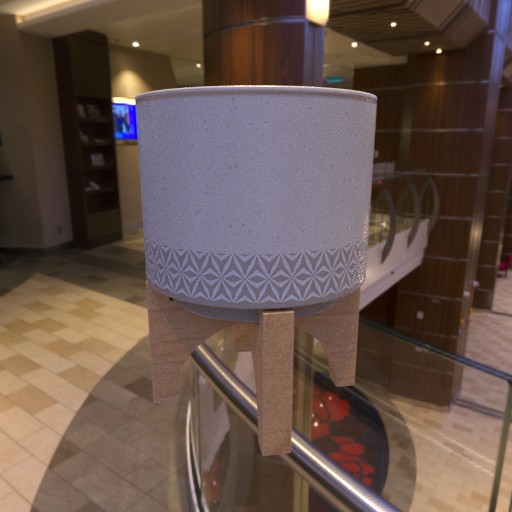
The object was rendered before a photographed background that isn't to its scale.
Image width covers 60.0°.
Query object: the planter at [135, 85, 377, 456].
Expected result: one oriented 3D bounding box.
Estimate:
[{"bbox_3d":[0.000,0.000,0.267,0.130,0.178,0.130,0,14,0],"label":"planter"}]
